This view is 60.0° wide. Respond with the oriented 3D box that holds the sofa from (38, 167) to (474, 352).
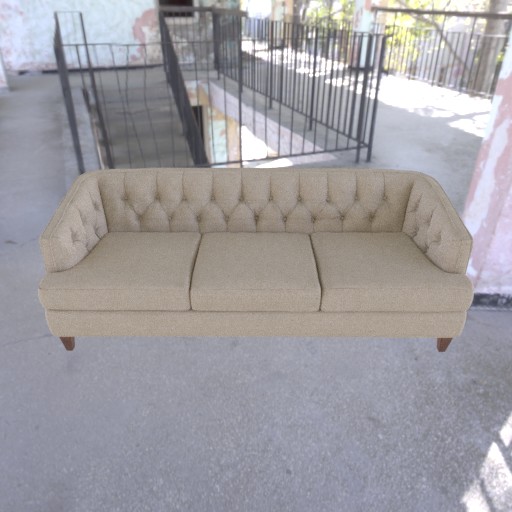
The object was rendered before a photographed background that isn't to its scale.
[{"bbox_3d":[0.000,0.000,2.629,2.235,0.788,0.913,0,31,0],"label":"sofa"}]
